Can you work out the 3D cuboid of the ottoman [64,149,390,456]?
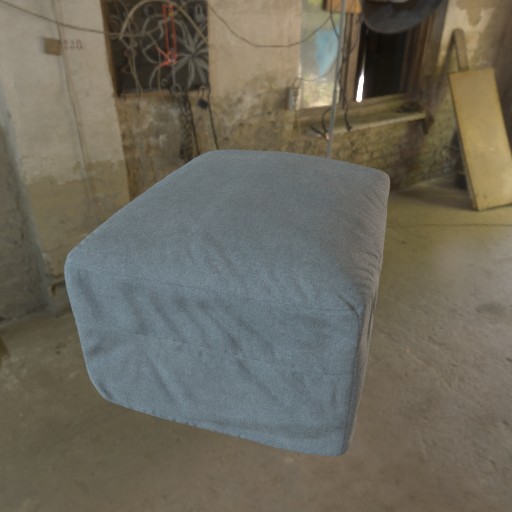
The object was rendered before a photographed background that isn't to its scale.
[{"bbox_3d":[0.000,0.000,1.262,0.683,0.481,0.837,8,31,15],"label":"ottoman"}]
